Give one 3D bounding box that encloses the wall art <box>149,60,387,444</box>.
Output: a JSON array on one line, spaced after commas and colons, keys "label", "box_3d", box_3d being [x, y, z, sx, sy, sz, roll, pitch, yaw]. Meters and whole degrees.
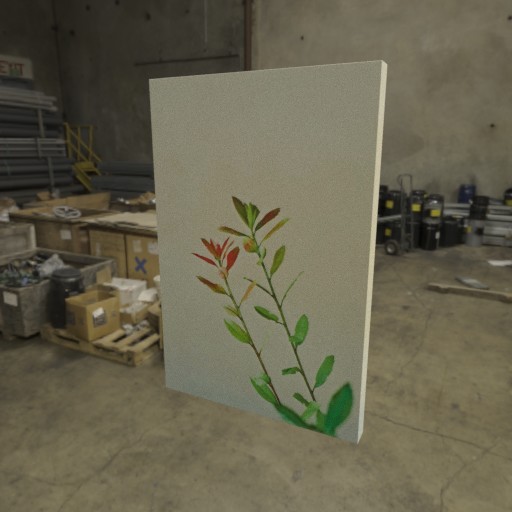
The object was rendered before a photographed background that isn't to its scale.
[{"label": "wall art", "box_3d": [0.000, 0.000, 0.790, 0.408, 0.611, 0.038, 7, 16, 26]}]
